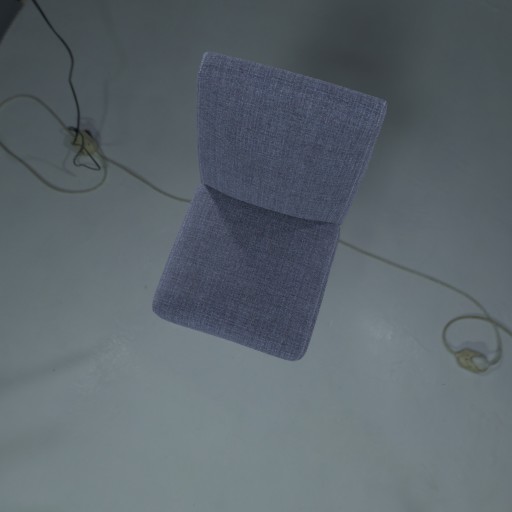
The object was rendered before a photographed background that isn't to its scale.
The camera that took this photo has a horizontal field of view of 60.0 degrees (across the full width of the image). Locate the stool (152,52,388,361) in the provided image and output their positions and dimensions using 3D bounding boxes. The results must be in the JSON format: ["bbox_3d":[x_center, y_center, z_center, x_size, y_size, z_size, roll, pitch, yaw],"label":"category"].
[{"bbox_3d":[0.000,0.000,1.408,0.483,1.112,0.570,17,76,5],"label":"stool"}]
